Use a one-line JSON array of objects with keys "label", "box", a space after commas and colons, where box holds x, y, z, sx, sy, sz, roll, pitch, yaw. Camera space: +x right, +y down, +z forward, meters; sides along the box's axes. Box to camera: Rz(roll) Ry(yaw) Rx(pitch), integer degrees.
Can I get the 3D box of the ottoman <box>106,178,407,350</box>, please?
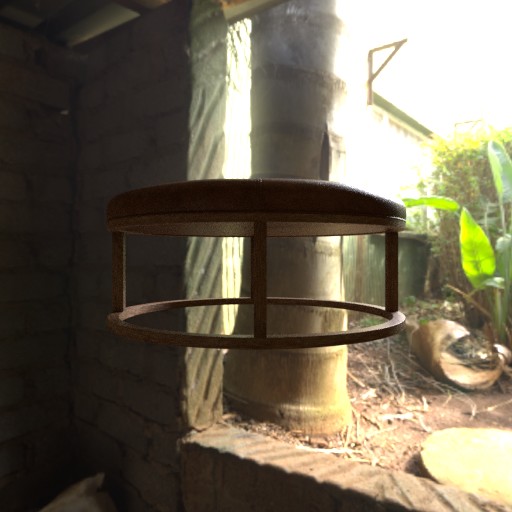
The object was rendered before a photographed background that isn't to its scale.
[{"label": "ottoman", "box": [0.000, 0.000, 1.558, 1.006, 0.445, 1.006, 0, 0, 0]}]
